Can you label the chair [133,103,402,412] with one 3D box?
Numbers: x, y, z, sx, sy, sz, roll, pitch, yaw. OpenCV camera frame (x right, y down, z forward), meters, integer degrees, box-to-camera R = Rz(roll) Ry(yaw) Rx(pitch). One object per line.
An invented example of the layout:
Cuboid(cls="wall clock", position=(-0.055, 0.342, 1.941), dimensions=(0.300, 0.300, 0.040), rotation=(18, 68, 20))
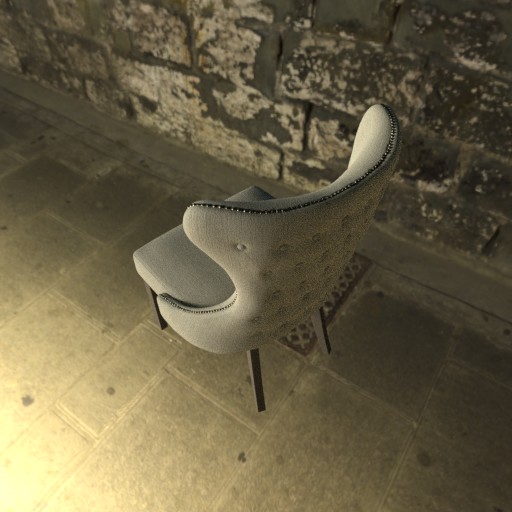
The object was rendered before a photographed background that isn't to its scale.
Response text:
Cuboid(cls="chair", position=(0.000, 0.000, 1.387), dimensions=(0.628, 0.967, 0.635), rotation=(-33, 56, -26))
